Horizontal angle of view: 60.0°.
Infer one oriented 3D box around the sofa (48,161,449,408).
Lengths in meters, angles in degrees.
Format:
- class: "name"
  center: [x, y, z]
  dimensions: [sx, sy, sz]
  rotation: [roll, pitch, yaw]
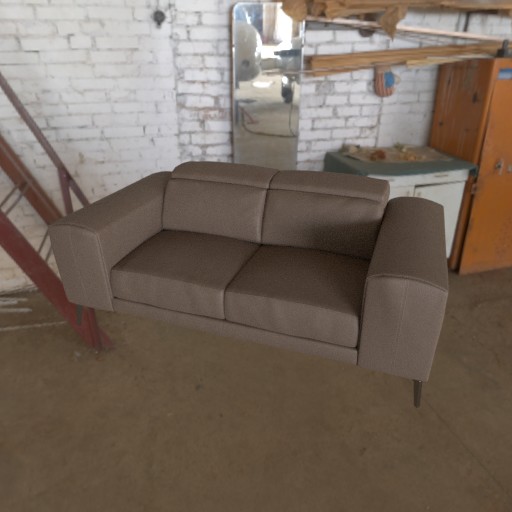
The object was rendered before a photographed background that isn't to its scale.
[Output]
- class: "sofa"
  center: [0.000, 0.000, 2.431]
  dimensions: [1.895, 0.779, 1.003]
  rotation: [9, 28, 18]
